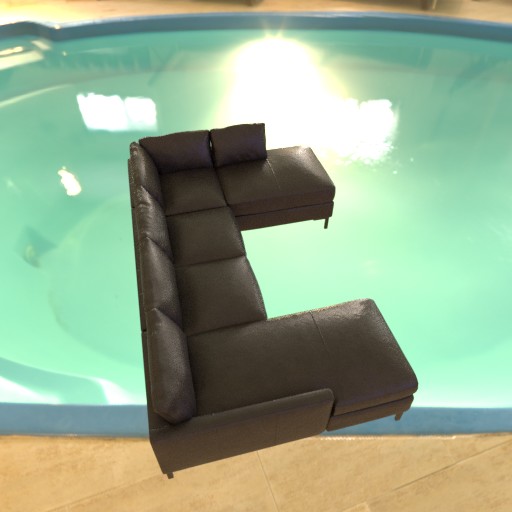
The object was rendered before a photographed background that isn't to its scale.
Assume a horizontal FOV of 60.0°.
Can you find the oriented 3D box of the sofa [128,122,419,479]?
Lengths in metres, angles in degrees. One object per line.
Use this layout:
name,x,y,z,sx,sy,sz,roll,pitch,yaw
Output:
sofa,0.000,0.000,3.732,1.939,0.900,2.956,-10,46,-10
